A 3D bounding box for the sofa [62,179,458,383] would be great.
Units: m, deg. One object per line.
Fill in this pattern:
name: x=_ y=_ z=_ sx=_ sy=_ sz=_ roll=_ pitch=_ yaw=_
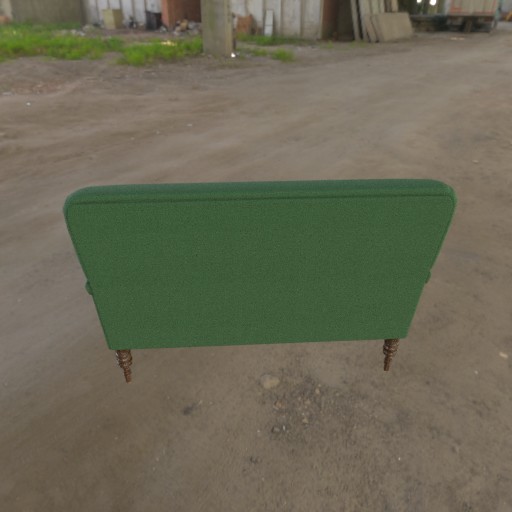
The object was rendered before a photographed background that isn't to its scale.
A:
sofa: x=0.000 y=0.000 z=1.838 sx=1.297 sy=0.889 sz=0.779 roll=-2 pitch=30 yaw=-3
